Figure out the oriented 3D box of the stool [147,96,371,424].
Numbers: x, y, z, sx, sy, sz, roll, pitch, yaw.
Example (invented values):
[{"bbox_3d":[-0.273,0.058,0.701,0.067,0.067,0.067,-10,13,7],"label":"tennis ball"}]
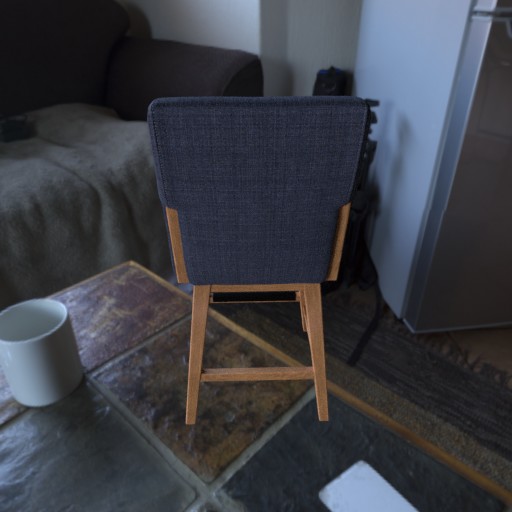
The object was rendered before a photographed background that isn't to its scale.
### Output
[{"bbox_3d":[0.000,0.000,1.317,0.459,1.010,0.526,-1,32,-1],"label":"stool"}]
